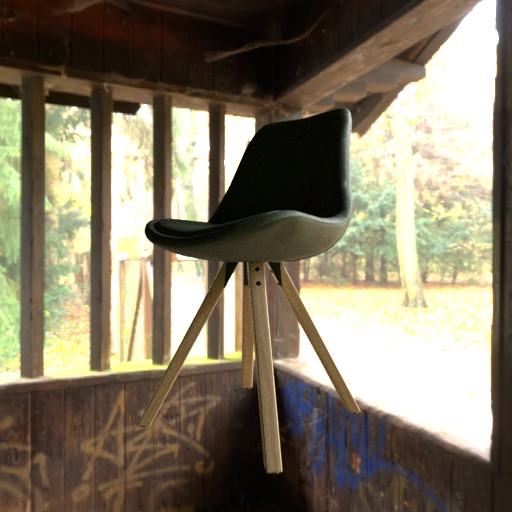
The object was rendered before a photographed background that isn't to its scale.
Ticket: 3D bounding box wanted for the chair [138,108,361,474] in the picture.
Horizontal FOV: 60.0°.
[{"bbox_3d":[0.000,0.000,1.177,0.483,0.865,0.547,0,0,37],"label":"chair"}]
